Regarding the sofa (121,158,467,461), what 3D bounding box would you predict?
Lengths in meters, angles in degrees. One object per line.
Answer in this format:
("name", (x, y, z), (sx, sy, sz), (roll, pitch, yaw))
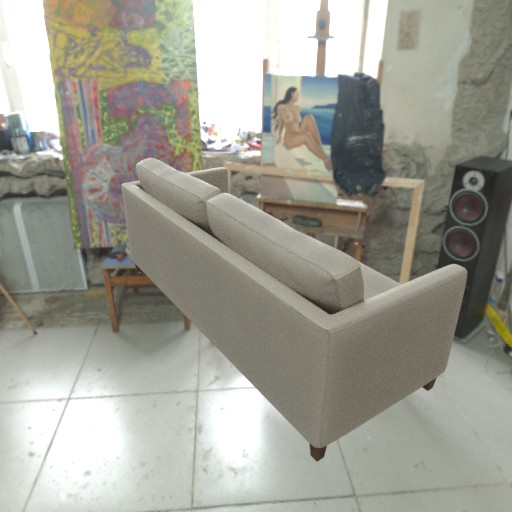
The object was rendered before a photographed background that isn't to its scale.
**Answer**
("sofa", (0.000, 0.000, 2.887), (0.951, 0.968, 2.361), (-17, 30, -31))
